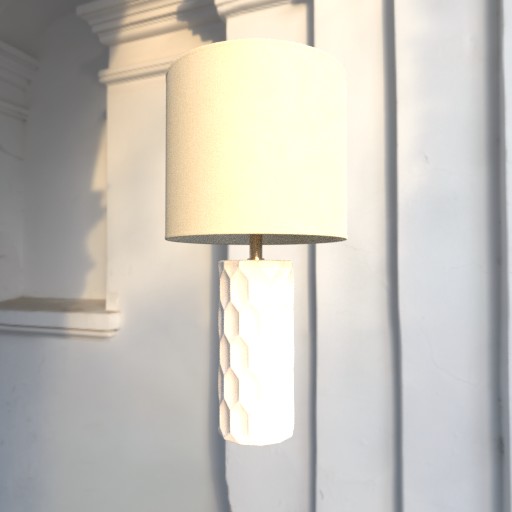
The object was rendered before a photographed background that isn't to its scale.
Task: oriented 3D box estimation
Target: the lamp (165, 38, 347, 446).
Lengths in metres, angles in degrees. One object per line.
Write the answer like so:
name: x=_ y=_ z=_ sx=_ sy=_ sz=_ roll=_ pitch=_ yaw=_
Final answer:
lamp: x=0.000 y=0.000 z=0.685 sx=0.277 sy=0.537 sz=0.277 roll=-1 pitch=-2 yaw=39
